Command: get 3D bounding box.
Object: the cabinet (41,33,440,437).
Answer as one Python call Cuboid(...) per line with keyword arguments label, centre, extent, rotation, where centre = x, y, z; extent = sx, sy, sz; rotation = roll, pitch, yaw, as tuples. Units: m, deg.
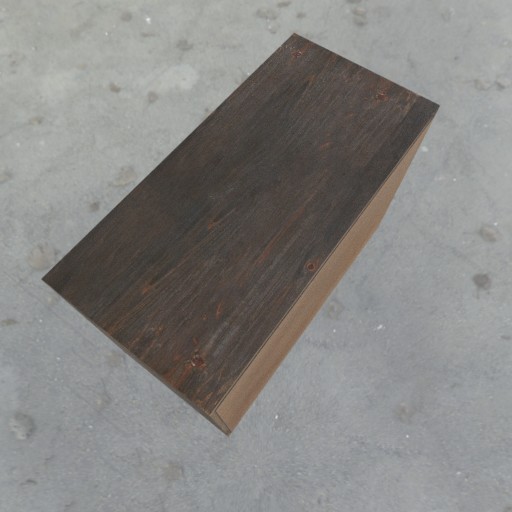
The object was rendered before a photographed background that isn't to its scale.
Cuboid(label="cabinet", centre=(0.000, 0.000, 1.535), extent=(0.529, 0.897, 1.023), rotation=(34, 69, 15))
